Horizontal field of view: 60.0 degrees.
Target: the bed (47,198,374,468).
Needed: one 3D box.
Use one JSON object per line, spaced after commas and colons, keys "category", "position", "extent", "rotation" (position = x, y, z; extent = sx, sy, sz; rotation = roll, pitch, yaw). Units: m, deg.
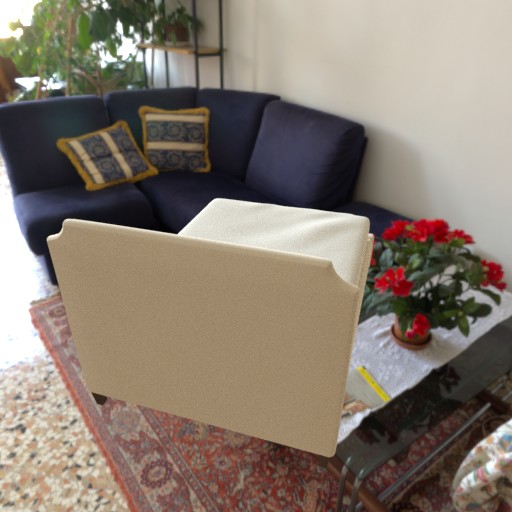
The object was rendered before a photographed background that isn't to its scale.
{"category": "bed", "position": [0.000, 0.000, 3.460], "extent": [1.712, 1.443, 2.365], "rotation": [9, 31, 15]}
